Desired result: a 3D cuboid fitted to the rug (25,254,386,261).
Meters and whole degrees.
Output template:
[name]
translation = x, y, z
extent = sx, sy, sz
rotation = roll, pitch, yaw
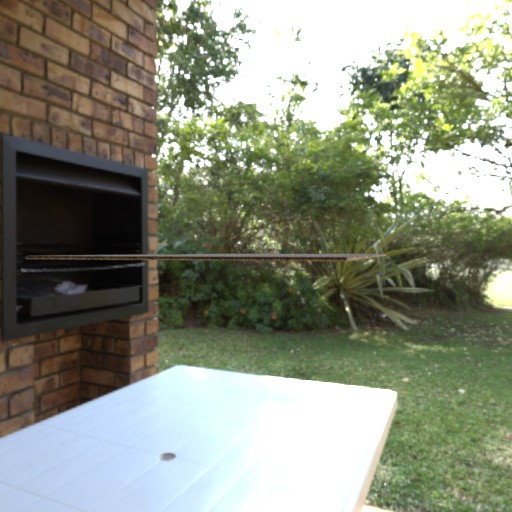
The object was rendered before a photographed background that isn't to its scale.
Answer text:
[rug]
translation = 0.000, 0.000, 2.360
extent = 1.243, 0.014, 1.846
rotation = 0, 1, 20
